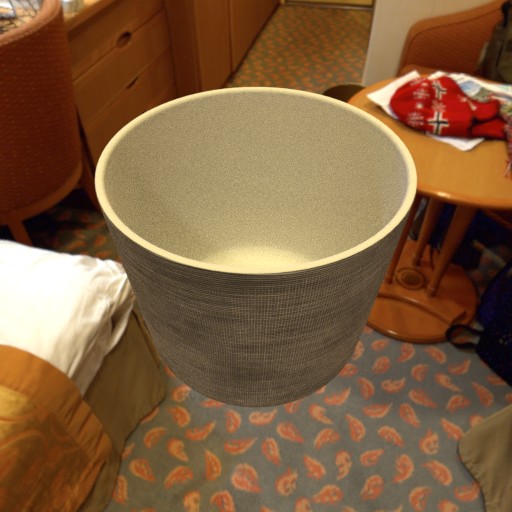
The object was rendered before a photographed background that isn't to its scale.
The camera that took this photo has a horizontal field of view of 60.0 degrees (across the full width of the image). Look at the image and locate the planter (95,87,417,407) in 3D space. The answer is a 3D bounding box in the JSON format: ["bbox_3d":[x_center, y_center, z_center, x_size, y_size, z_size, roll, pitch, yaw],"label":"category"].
[{"bbox_3d":[0.000,0.000,0.764,0.440,0.398,0.440,0,46,0],"label":"planter"}]
